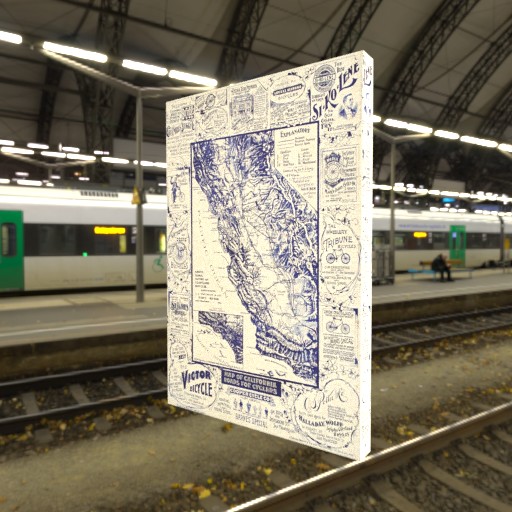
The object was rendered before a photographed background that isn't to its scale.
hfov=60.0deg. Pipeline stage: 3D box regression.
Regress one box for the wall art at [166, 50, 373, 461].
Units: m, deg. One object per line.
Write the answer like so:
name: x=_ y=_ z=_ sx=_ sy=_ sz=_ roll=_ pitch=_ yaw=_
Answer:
wall art: x=0.000 y=0.000 z=0.488 sx=0.255 sy=0.376 sz=0.025 roll=1 pitch=2 yaw=35
